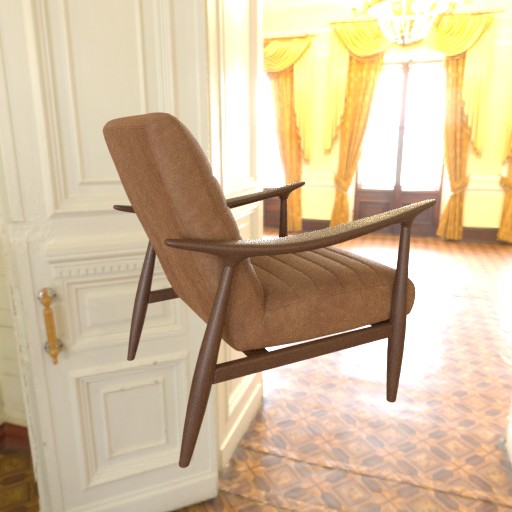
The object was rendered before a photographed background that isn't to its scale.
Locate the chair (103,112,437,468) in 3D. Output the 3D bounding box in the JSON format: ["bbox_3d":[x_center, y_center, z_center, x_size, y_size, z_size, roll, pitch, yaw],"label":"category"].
[{"bbox_3d":[0.000,0.000,1.402,0.798,0.832,0.741,-7,16,-26],"label":"chair"}]
